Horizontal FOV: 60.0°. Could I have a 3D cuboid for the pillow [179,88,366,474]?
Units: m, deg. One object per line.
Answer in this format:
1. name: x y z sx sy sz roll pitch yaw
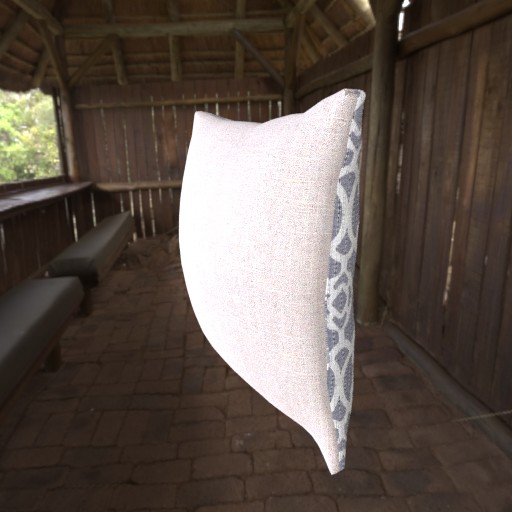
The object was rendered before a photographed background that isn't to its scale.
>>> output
1. pillow: 0.000 0.000 0.760 0.215 0.498 0.508 -7 16 -26
